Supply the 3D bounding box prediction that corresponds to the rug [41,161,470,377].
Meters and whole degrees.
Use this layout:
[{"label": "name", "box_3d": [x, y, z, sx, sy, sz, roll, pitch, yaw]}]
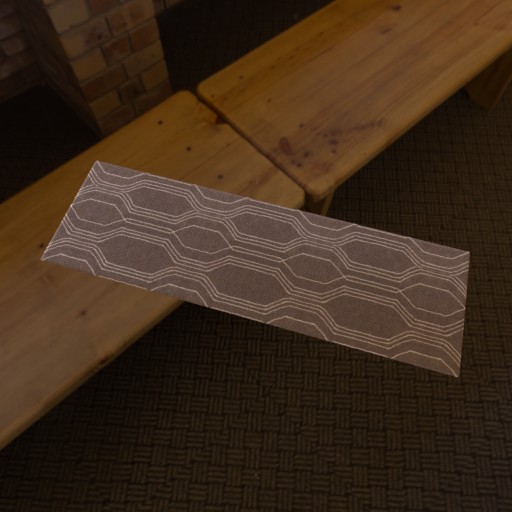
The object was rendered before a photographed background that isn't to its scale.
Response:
[{"label": "rug", "box_3d": [0.000, 0.000, 2.662, 2.464, 0.012, 0.773, 15, 65, 7]}]
